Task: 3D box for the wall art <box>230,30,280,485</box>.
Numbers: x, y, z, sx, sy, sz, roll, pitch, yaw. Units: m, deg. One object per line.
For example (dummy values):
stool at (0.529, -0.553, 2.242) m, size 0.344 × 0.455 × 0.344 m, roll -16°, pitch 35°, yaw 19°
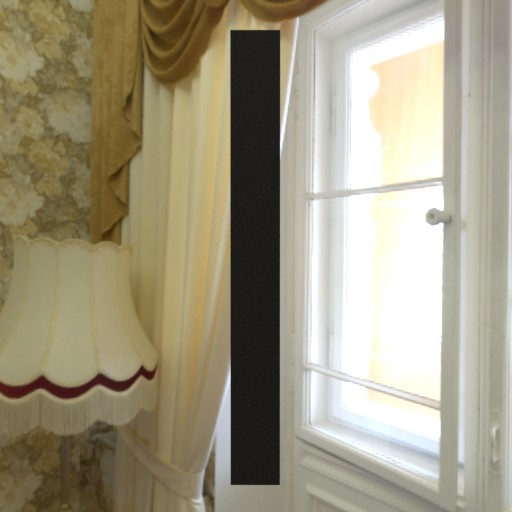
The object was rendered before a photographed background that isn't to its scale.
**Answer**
wall art at (0.000, 0.000, 0.448) m, size 0.033 × 0.304 × 0.305 m, roll 0°, pitch 1°, yaw 0°
